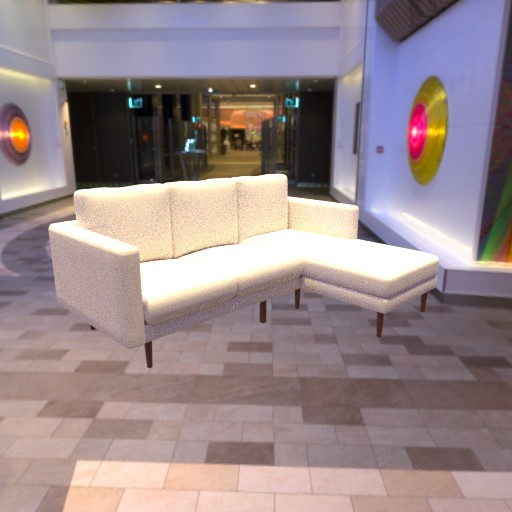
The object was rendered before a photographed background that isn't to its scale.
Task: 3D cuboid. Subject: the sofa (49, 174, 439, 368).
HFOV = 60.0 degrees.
[{"bbox_3d":[0.000,0.000,2.891,2.029,0.899,1.580,-14,20,-43],"label":"sofa"}]
